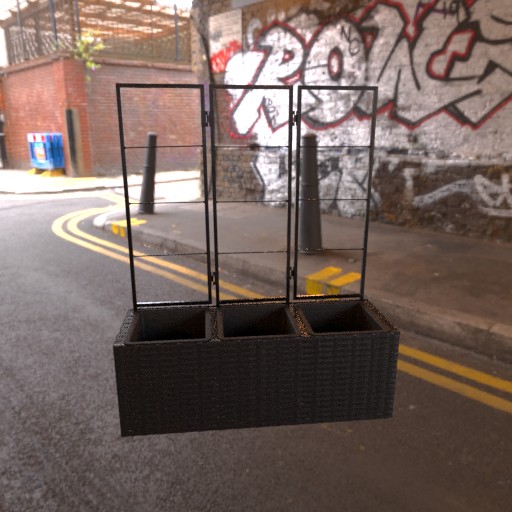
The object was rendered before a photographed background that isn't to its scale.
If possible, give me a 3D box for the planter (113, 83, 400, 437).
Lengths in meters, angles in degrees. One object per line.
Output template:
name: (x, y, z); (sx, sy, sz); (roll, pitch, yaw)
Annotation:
planter: (0.000, 0.000, 1.132); (0.698, 0.841, 0.244); (-2, 15, -6)
